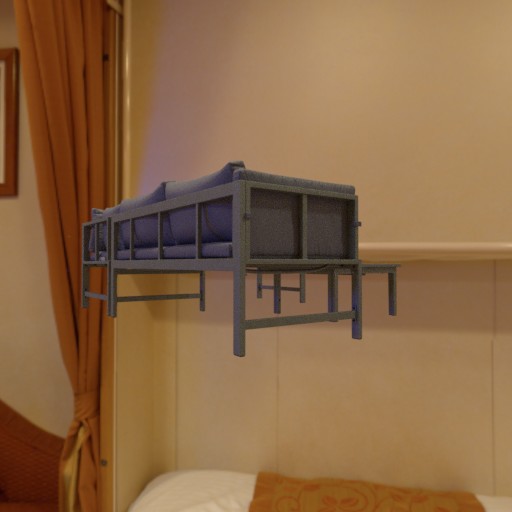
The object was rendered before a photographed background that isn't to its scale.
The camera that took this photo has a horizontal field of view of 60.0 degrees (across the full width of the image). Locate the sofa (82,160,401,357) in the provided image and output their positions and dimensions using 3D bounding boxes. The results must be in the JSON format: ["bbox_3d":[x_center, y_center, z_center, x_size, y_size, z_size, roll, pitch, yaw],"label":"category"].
[{"bbox_3d":[0.000,0.000,2.917,1.658,0.762,2.149,1,-1,-36],"label":"sofa"}]
